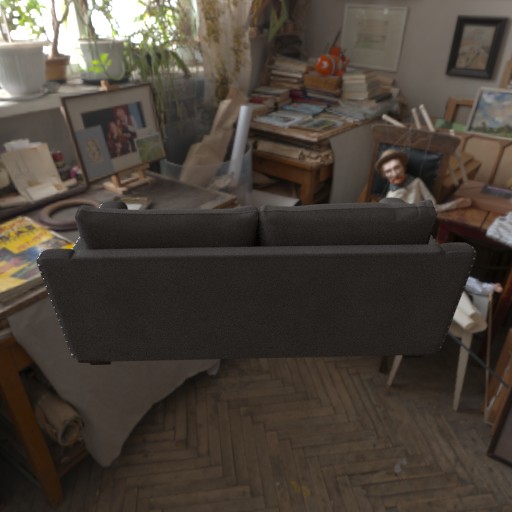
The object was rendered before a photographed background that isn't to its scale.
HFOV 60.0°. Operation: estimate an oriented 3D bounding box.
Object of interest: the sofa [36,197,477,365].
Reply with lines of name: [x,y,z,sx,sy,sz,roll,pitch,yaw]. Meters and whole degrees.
sofa: [0.000,0.000,3.316,2.550,1.196,1.336,-1,31,-1]
